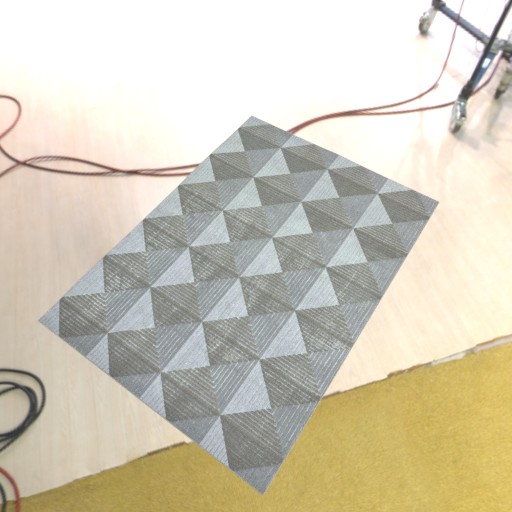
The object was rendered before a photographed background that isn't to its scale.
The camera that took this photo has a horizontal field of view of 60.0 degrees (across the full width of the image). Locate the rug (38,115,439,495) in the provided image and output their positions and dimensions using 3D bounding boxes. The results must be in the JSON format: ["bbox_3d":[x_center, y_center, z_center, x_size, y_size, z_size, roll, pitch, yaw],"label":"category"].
[{"bbox_3d":[0.000,0.000,4.317,2.428,0.027,3.333,30,62,18],"label":"rug"}]
